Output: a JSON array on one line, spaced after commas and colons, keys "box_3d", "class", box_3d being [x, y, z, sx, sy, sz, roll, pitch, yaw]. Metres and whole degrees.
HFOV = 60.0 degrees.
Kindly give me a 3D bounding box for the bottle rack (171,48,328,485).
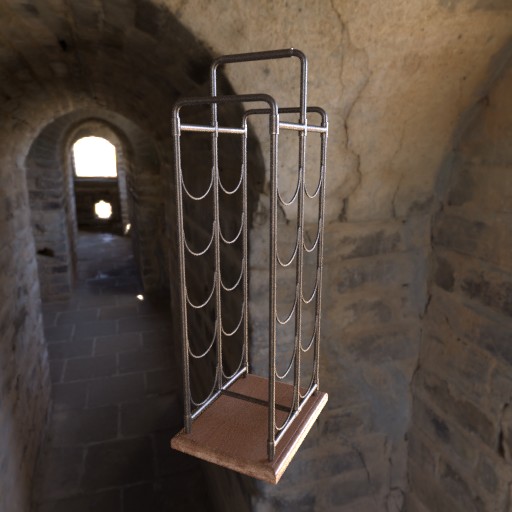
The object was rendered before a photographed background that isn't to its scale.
[{"box_3d": [0.000, 0.000, 0.798, 0.208, 0.680, 0.276, 7, 15, 26], "class": "bottle rack"}]
